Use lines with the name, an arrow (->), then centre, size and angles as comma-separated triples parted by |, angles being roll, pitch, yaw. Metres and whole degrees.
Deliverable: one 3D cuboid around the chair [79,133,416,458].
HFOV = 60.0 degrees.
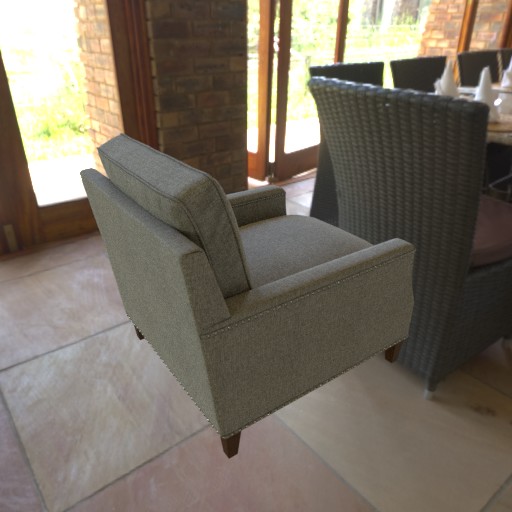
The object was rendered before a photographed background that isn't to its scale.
chair -> 0.000, 0.000, 1.740 | 1.014, 0.943, 0.853 | -18, 32, -31
